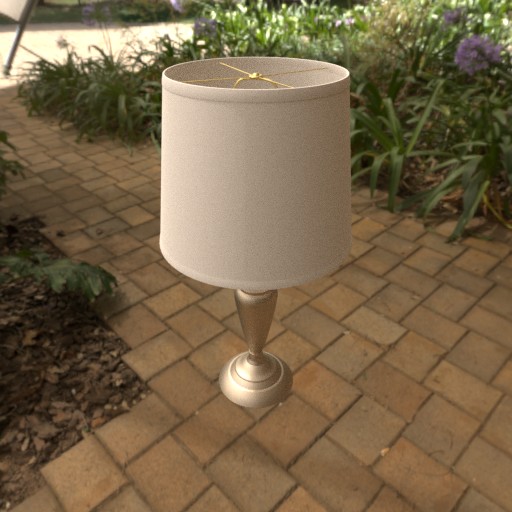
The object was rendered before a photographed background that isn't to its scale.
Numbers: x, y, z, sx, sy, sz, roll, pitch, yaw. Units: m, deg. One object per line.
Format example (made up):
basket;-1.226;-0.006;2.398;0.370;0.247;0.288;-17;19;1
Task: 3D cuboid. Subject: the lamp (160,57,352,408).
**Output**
lamp;0.000;0.000;0.791;0.328;0.619;0.328;0;32;0
